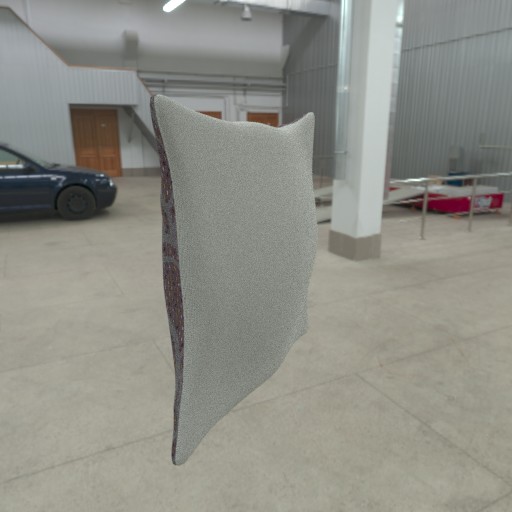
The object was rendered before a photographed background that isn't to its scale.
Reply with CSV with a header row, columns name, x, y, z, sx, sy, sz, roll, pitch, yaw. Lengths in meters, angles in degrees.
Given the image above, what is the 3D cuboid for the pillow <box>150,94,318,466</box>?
name,x,y,z,sx,sy,sz,roll,pitch,yaw
pillow,0.000,0.000,0.795,0.163,0.513,0.514,8,18,26
